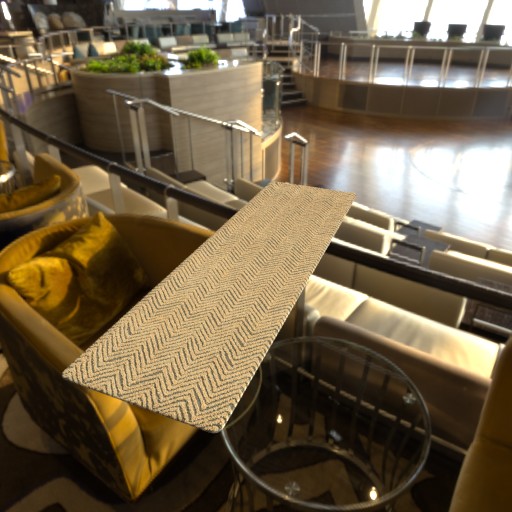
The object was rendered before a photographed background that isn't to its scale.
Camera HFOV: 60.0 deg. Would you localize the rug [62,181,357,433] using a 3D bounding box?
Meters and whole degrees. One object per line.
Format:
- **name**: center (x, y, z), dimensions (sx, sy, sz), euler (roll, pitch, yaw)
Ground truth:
- **rug**: center (0.000, 0.000, 2.494), dimensions (0.686, 0.008, 2.286), euler (12, 32, 19)
